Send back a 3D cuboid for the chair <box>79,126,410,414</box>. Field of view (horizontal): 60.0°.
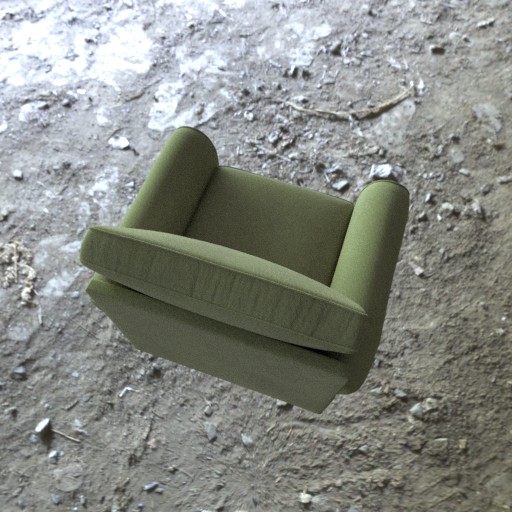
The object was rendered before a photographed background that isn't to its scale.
[{"bbox_3d":[0.000,0.000,1.938,1.147,1.044,0.939,17,64,9],"label":"chair"}]
